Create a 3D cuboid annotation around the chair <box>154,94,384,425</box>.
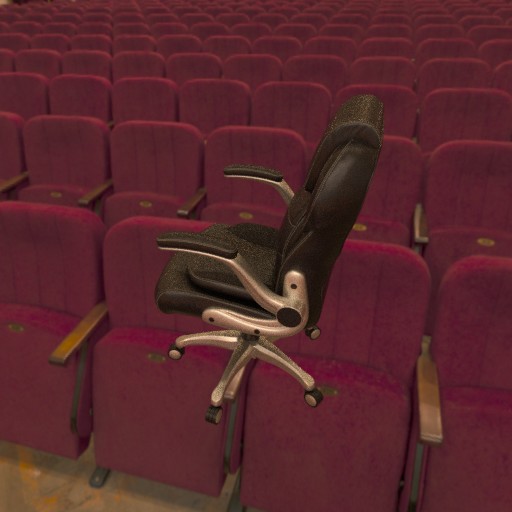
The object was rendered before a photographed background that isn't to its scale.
[{"bbox_3d":[0.000,0.000,1.685,0.801,1.141,0.724,8,32,13],"label":"chair"}]
